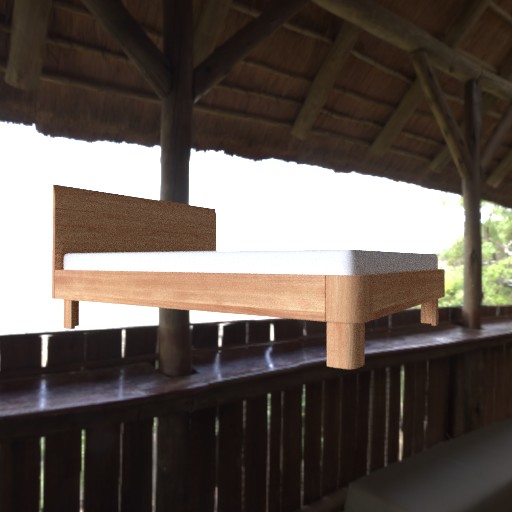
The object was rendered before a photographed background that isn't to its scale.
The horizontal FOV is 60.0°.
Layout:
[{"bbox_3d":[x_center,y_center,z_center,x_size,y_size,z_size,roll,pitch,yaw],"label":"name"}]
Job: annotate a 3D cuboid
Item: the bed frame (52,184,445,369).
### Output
[{"bbox_3d":[0.000,0.000,2.990,2.092,0.940,1.660,0,-1,34],"label":"bed frame"}]
